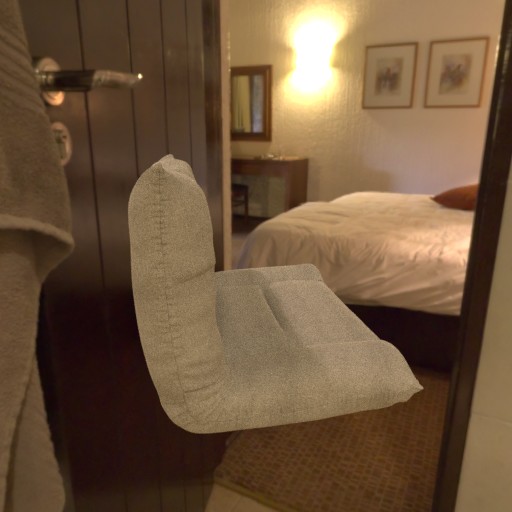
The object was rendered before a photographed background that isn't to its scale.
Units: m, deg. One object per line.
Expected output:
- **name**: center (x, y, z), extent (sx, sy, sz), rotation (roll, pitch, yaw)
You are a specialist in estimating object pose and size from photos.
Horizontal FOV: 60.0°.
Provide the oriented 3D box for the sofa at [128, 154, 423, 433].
- **sofa**: center (0.000, 0.000, 1.706), extent (0.847, 0.795, 1.144), rotation (-3, 16, -10)
